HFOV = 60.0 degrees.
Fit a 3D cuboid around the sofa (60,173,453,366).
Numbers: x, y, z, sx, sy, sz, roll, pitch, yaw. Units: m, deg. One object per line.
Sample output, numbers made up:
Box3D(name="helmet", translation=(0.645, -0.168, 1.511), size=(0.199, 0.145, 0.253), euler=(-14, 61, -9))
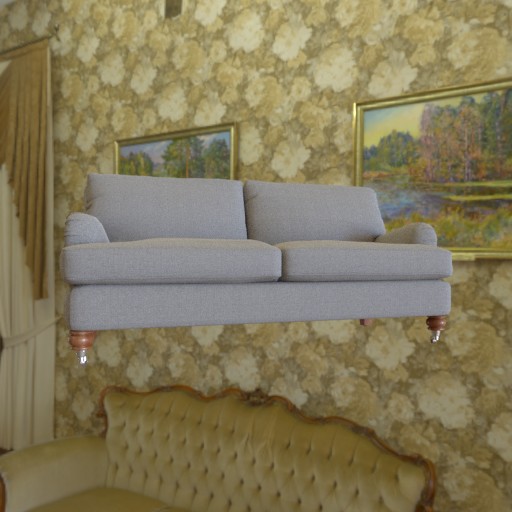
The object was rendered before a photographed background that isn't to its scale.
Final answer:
Box3D(name="sofa", translation=(0.000, 0.000, 2.770), size=(2.160, 1.054, 1.087), euler=(0, -1, -17))
